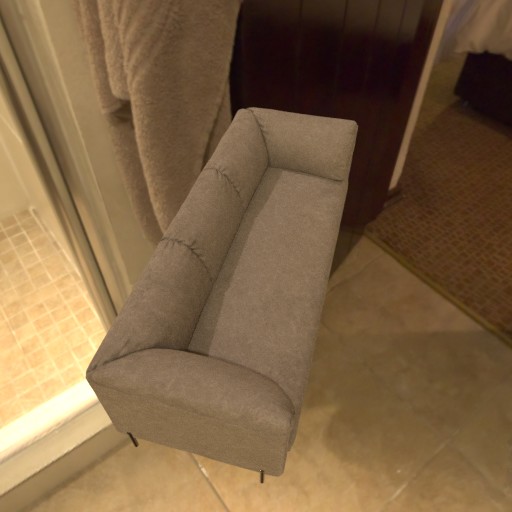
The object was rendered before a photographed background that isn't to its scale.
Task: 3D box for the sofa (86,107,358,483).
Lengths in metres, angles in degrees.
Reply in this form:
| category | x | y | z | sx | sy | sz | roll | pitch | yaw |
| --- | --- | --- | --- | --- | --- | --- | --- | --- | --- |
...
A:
| category | x | y | z | sx | sy | sz | roll | pitch | yaw |
| --- | --- | --- | --- | --- | --- | --- | --- | --- | --- |
| sofa | 0.000 | 0.000 | 2.659 | 0.899 | 0.758 | 2.238 | 11 | 48 | 10 |
